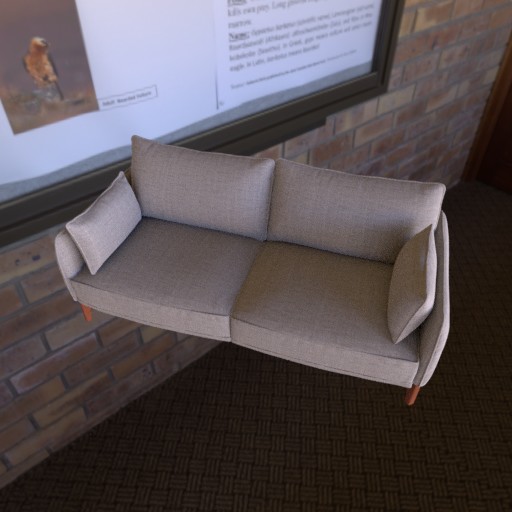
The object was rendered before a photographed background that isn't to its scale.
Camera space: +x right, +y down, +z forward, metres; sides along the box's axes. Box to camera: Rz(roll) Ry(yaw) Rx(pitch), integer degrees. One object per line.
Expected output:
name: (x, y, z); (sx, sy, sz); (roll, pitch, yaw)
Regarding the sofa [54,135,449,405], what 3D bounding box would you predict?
sofa: (0.000, 0.000, 2.464); (1.989, 0.851, 0.972); (11, 42, 13)
